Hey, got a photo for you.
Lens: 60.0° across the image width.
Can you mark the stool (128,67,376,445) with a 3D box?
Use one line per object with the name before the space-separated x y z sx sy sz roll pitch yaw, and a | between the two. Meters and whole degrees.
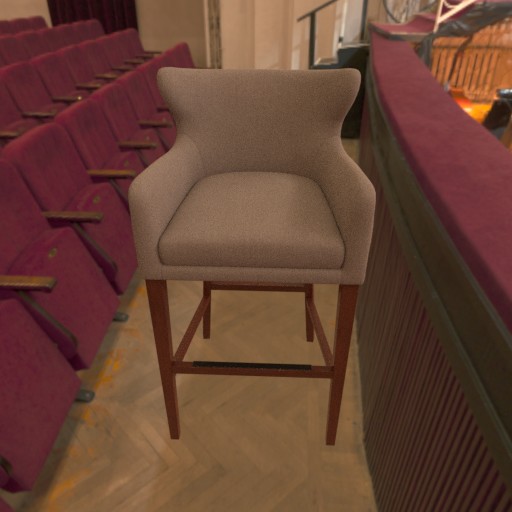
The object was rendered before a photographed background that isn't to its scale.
stool | 0.000 0.000 1.380 0.575 1.047 0.575 1 31 2
